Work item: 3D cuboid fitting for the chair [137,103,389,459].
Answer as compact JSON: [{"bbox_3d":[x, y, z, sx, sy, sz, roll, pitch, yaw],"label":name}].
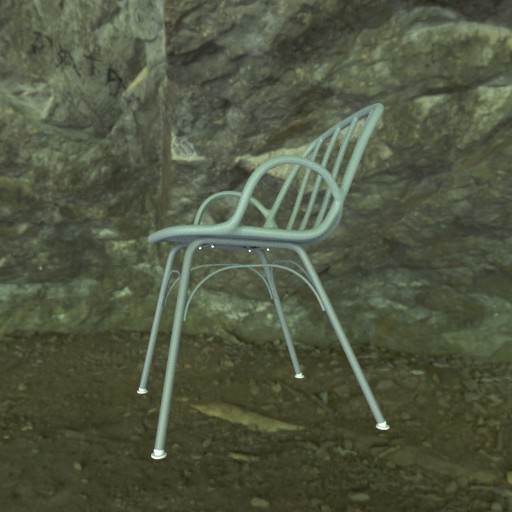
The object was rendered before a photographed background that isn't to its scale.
[{"bbox_3d":[0.000,0.000,1.209,0.597,0.816,0.549,0,-1,-18],"label":"chair"}]
